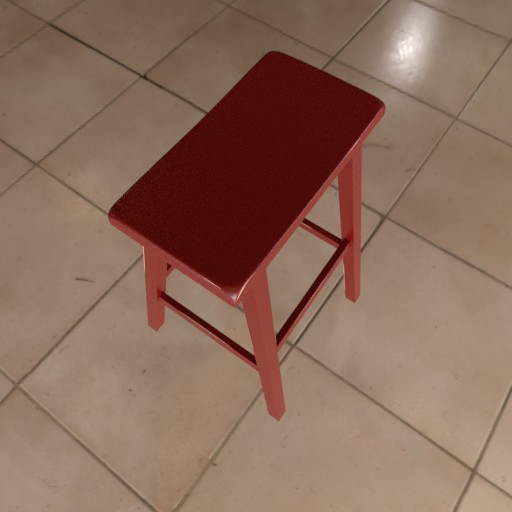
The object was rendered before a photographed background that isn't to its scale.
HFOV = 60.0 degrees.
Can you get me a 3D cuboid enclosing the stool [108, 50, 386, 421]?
[{"bbox_3d":[0.000,0.000,1.037,0.476,0.737,0.457,32,68,15],"label":"stool"}]
